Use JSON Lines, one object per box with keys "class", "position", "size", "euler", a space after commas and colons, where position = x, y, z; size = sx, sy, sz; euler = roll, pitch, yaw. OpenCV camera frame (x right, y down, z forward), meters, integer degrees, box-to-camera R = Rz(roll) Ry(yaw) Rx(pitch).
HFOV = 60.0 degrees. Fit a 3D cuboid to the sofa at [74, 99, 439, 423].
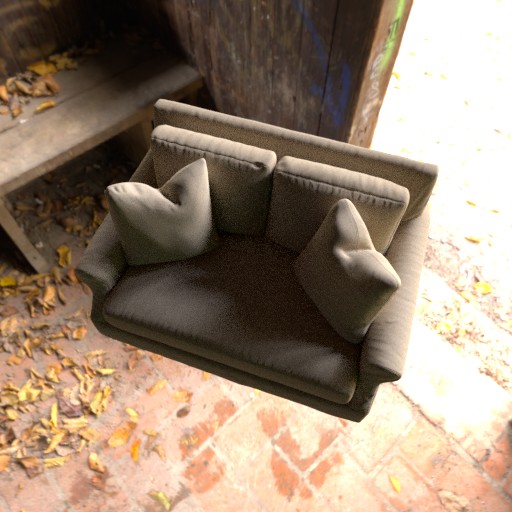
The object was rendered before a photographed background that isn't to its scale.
{"class": "sofa", "position": [0.000, 0.000, 2.191], "size": [1.550, 0.905, 1.070], "euler": [16, 59, 10]}
